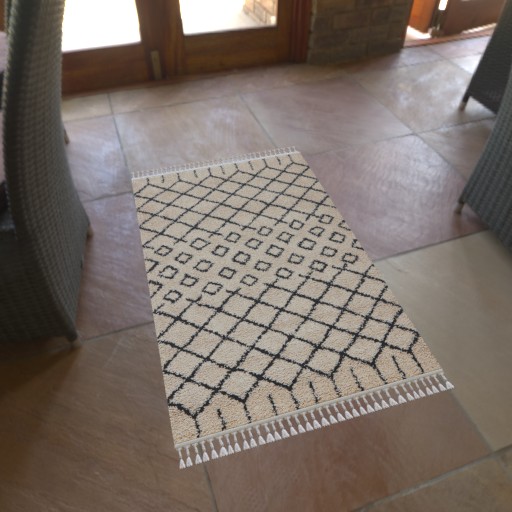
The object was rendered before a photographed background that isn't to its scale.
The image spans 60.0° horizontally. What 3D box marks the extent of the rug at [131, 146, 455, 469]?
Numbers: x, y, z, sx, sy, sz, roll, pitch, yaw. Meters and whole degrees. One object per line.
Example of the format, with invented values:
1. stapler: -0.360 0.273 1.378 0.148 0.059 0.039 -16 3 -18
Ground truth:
1. rug: 0.000 0.000 2.461 1.196 0.008 2.006 -12 47 -11
